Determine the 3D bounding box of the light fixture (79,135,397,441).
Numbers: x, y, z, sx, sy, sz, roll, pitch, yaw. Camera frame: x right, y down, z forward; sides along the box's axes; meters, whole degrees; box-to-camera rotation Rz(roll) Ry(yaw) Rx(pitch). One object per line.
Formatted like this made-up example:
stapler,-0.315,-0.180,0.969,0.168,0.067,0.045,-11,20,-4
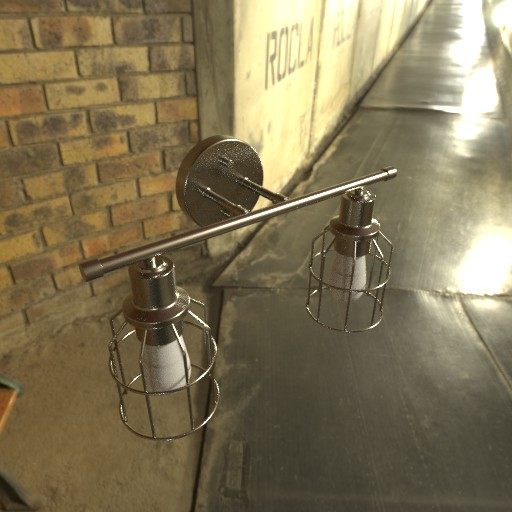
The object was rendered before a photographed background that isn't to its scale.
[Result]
light fixture,0.000,0.000,0.533,0.406,0.254,0.165,-21,37,-31
